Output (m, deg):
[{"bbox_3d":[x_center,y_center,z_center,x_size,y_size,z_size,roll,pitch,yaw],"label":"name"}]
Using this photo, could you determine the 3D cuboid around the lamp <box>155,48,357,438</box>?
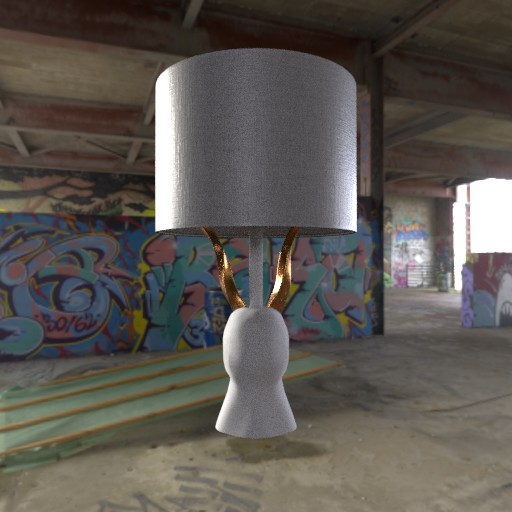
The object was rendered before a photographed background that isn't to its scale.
[{"bbox_3d":[0.000,0.000,0.674,0.298,0.503,0.298,0,0,0],"label":"lamp"}]
